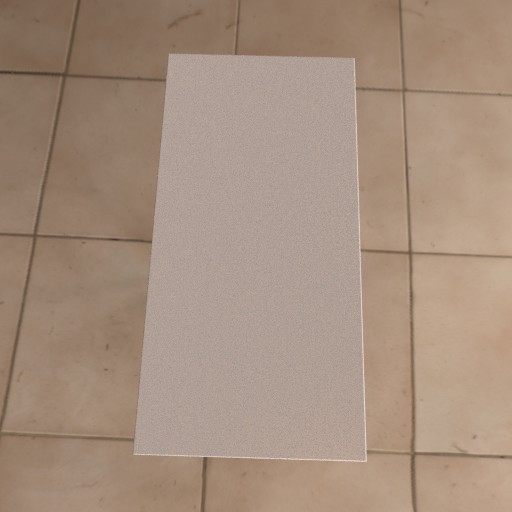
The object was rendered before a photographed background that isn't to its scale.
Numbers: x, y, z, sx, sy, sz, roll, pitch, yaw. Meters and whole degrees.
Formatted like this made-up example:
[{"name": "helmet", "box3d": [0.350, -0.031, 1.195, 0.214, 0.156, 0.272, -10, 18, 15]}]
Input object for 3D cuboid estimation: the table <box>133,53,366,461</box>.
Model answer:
[{"name": "table", "box3d": [0.000, 0.000, 2.305, 0.900, 0.790, 1.800, 2, 76, 0]}]
